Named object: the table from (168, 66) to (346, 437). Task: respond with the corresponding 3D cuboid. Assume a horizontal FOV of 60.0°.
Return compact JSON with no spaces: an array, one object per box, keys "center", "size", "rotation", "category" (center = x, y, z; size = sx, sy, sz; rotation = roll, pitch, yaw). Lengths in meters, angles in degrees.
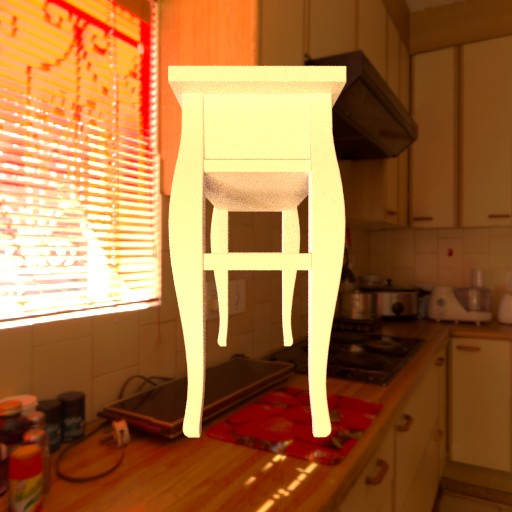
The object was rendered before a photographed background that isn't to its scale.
[{"center":[0.000,0.000,1.419],"size":[0.373,0.768,1.062],"rotation":[0,1,0],"category":"table"}]
